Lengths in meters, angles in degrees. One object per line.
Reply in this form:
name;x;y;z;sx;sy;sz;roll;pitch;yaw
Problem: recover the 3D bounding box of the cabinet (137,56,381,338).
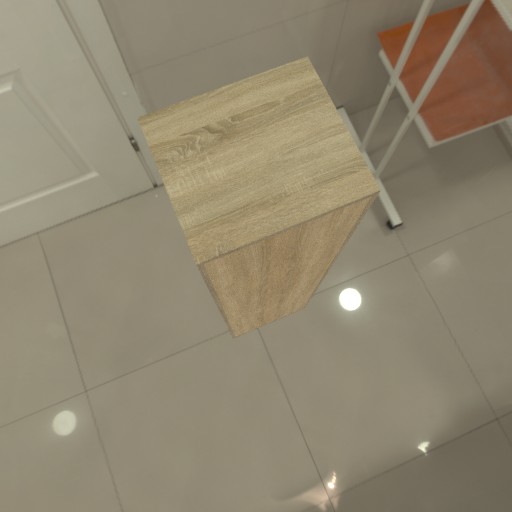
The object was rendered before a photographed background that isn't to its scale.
cabinet;0.000;0.000;2.116;0.510;1.960;0.450;-22;75;-6
